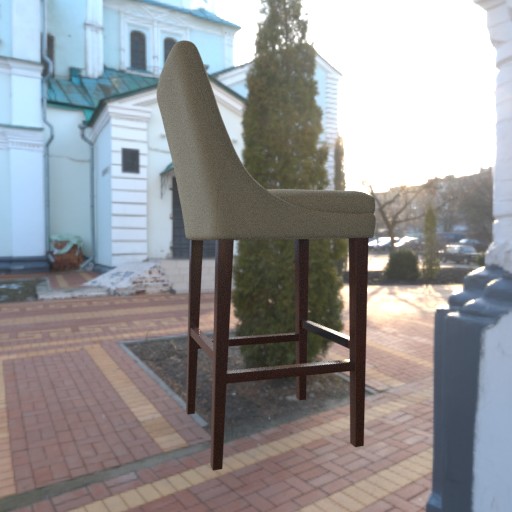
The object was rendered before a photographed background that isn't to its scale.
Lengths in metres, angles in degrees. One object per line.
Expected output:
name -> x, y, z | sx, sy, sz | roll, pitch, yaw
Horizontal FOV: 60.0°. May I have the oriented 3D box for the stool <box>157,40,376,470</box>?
stool -> 0.000, 0.000, 1.364 | 0.577, 1.078, 0.470 | -1, 2, -18
